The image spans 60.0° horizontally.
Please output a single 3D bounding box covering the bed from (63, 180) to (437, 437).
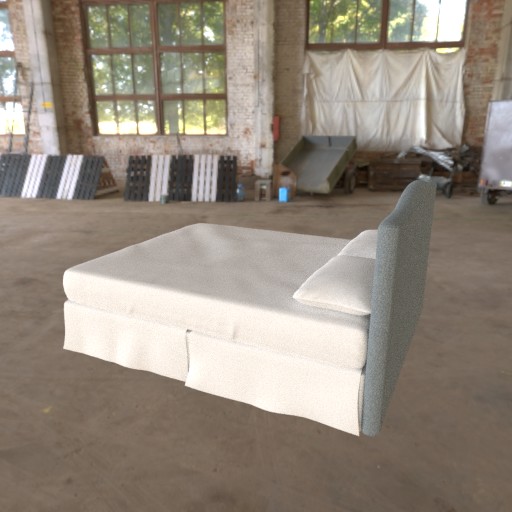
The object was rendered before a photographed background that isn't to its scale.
[{"bbox_3d":[0.000,0.000,3.934,2.689,1.457,2.161,8,19,25],"label":"bed"}]
